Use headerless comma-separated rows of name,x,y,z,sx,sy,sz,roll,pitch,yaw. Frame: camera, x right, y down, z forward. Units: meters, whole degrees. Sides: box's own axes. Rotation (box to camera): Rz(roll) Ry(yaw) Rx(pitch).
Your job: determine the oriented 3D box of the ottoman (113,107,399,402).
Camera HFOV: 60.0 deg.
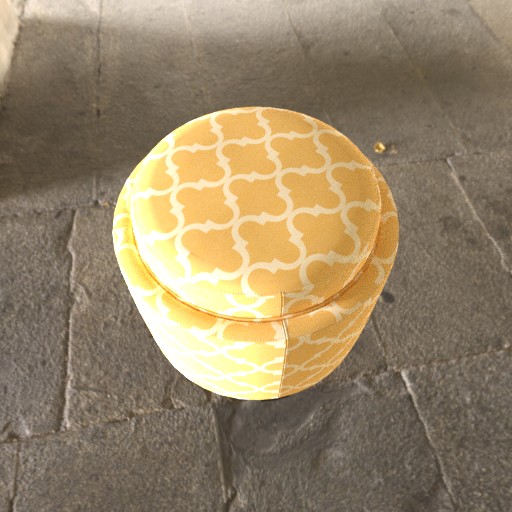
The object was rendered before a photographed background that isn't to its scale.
ottoman,0.000,0.000,0.859,0.480,0.429,0.480,0,57,0
